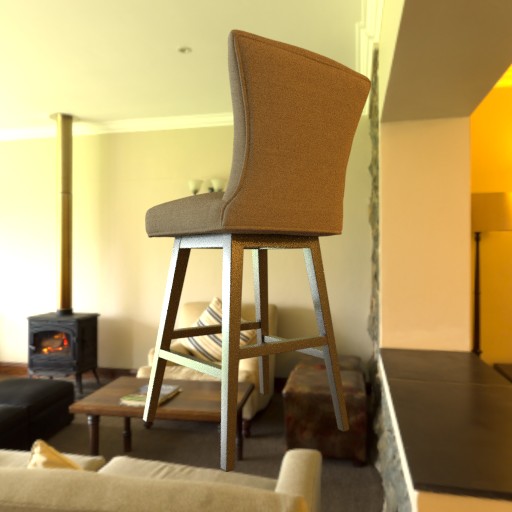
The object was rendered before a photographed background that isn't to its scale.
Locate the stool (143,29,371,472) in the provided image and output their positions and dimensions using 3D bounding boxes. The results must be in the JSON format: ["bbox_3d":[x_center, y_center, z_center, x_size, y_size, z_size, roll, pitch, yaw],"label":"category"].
[{"bbox_3d":[0.000,0.000,1.388,0.514,1.086,0.574,0,0,-37],"label":"stool"}]
